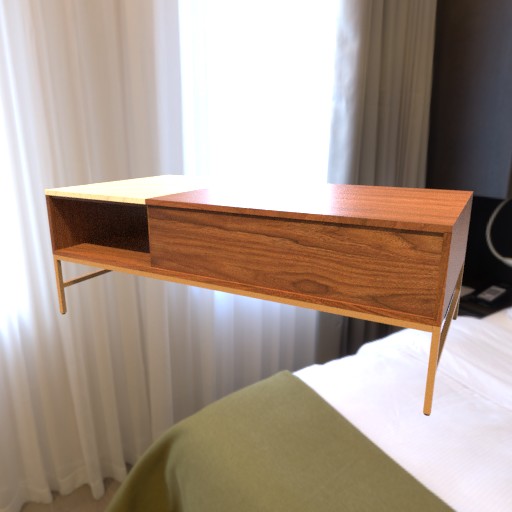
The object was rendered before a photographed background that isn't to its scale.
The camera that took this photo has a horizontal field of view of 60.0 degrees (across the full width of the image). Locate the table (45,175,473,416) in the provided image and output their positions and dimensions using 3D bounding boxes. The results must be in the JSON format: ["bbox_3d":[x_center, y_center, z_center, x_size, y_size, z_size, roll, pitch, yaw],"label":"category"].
[{"bbox_3d":[0.000,0.000,1.874,1.553,0.551,0.789,8,17,28],"label":"table"}]
